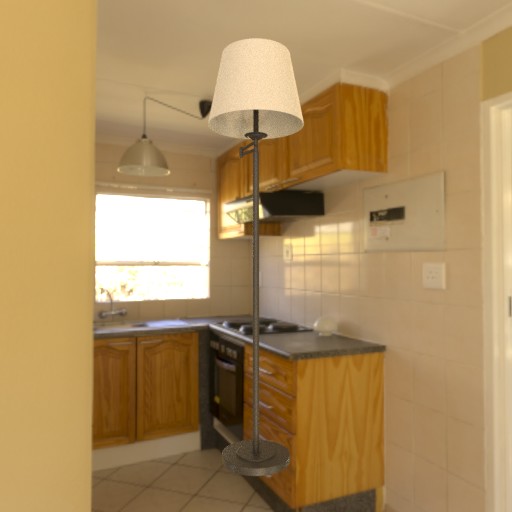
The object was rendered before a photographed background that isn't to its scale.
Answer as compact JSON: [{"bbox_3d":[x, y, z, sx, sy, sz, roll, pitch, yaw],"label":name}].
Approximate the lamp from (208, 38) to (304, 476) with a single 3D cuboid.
[{"bbox_3d":[0.000,0.000,1.613,0.348,1.473,0.348,1,-1,-35],"label":"lamp"}]
